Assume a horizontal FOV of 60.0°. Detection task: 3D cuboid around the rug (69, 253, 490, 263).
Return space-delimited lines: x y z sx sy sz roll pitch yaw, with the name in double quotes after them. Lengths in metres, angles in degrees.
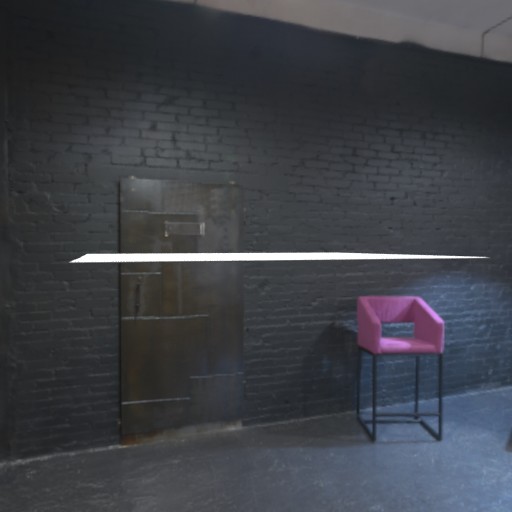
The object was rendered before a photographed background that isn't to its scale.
0.000 0.000 4.100 3.048 0.012 2.438 0 1 -18 "rug"
